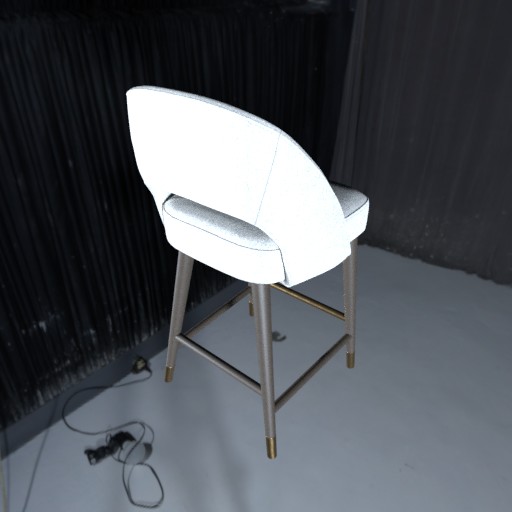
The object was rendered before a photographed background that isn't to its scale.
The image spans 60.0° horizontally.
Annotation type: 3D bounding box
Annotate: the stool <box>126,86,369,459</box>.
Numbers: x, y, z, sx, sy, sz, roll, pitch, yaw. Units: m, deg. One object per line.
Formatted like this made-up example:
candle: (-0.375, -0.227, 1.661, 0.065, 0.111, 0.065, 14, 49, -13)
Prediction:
stool: (0.000, 0.000, 1.207, 0.494, 0.940, 0.509, 23, 39, 33)
